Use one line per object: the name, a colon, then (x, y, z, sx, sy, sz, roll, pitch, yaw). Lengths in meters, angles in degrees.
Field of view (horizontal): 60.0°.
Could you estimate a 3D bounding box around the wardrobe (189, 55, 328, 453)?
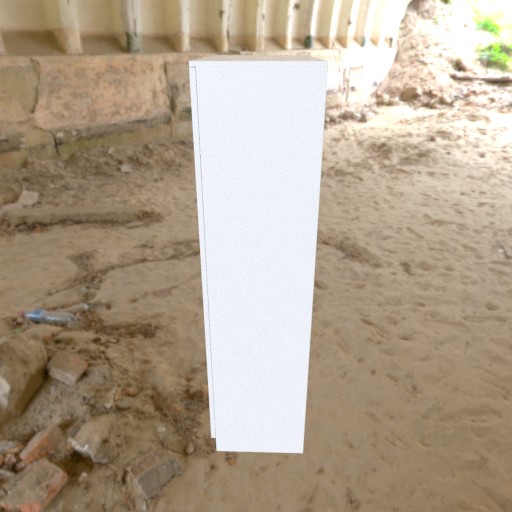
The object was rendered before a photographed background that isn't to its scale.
wardrobe: (0.000, 0.000, 2.080, 0.470, 1.700, 0.760, 1, 26, 2)
